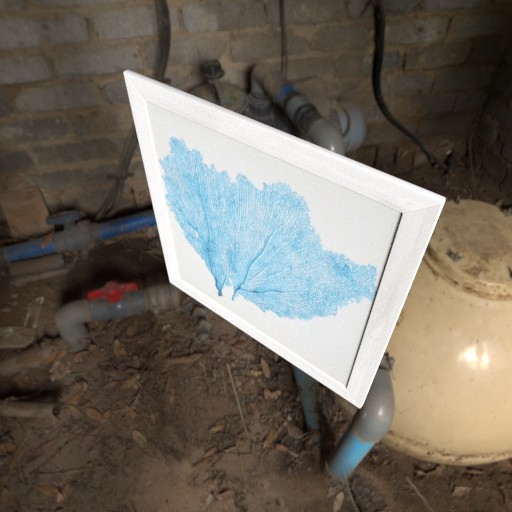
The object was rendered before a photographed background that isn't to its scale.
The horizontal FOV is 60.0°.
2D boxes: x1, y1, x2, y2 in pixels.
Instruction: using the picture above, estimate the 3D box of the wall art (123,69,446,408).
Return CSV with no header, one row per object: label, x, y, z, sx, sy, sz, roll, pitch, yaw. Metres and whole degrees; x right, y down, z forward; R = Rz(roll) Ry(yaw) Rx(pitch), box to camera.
wall art,0.000,0.000,0.878,0.584,0.584,0.013,29,54,25
